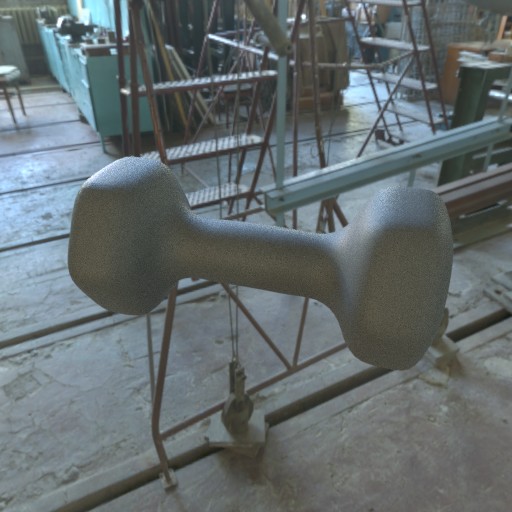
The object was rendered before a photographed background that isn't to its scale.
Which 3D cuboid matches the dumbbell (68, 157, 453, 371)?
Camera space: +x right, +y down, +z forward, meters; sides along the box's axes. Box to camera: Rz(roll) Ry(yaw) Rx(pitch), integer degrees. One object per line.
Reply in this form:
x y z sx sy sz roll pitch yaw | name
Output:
0.000 0.000 0.231 0.184 0.081 0.090 9 34 14 | dumbbell
